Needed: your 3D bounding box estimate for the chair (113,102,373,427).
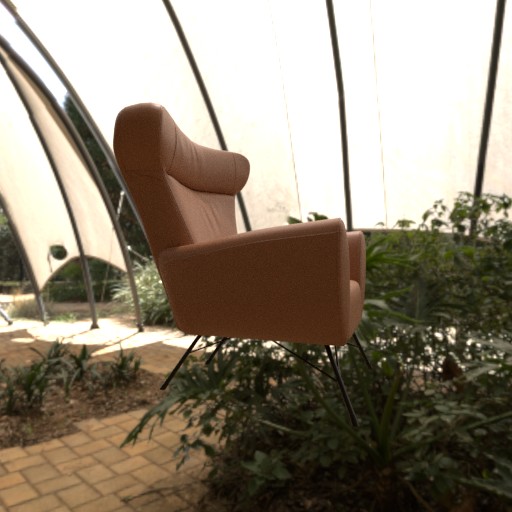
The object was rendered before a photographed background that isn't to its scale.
[{"bbox_3d":[0.000,0.000,1.839,0.900,1.050,0.980,0,0,18],"label":"chair"}]
